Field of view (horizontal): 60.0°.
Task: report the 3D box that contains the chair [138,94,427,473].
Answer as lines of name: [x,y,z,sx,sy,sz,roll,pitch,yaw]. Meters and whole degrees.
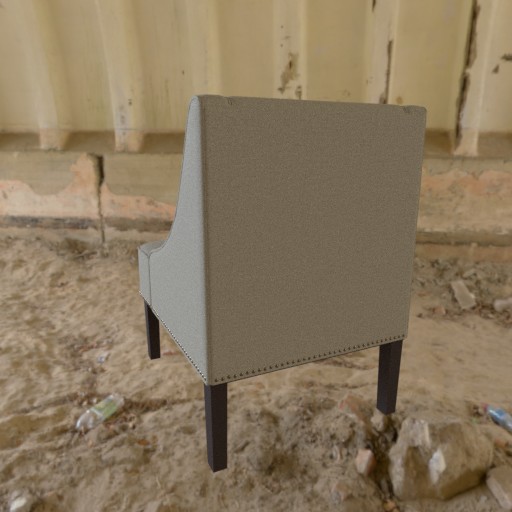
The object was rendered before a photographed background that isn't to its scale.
chair: [0.000,0.000,1.386,0.610,0.864,0.737,-7,15,-25]
